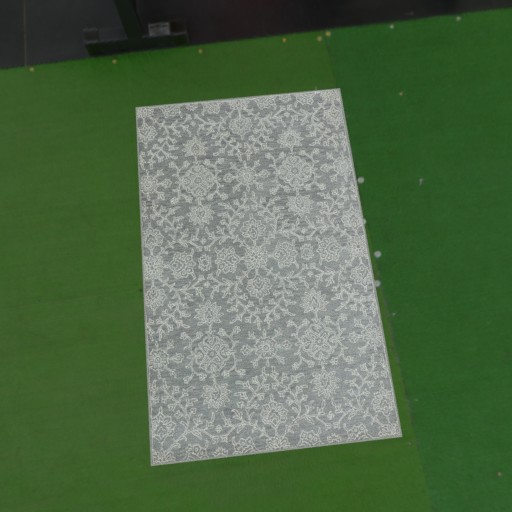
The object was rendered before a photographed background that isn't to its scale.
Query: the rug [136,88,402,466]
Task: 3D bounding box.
[{"bbox_3d":[0.000,0.000,2.961,1.515,0.010,2.430,-6,75,-2],"label":"rug"}]
